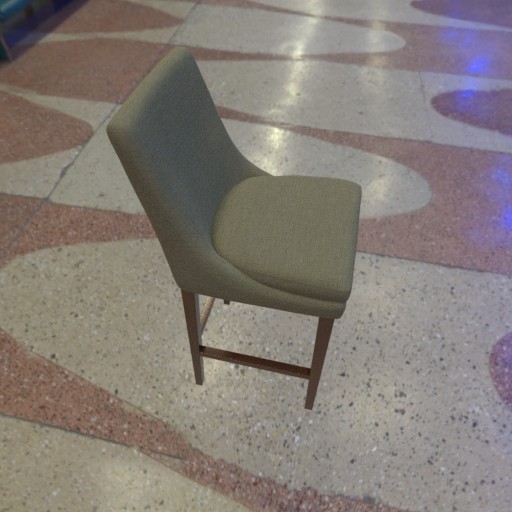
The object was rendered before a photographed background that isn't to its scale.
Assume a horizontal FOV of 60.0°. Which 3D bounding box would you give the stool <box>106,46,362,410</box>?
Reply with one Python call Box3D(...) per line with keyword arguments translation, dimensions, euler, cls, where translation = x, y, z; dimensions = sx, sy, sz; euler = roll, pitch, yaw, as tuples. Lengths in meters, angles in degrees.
Box3D(translation=(0.000, 0.000, 1.380), dimensions=(0.577, 1.078, 0.470), euler=(10, 48, 9), cls="stool")
